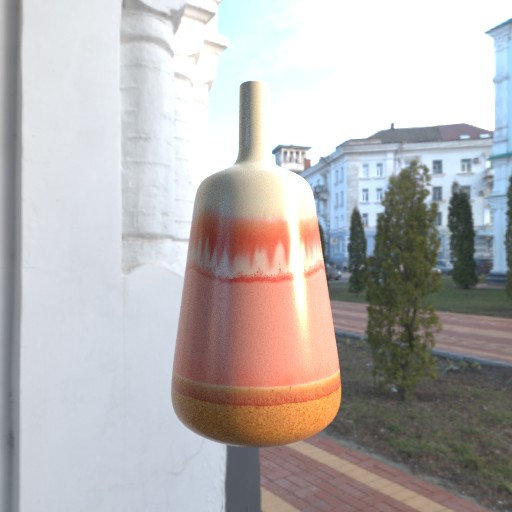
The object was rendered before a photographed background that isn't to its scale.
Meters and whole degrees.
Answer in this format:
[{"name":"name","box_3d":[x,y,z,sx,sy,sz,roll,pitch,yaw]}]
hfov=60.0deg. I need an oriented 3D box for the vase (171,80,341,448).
[{"name":"vase","box_3d":[0.000,0.000,0.385,0.144,0.296,0.144,0,-1,0]}]
